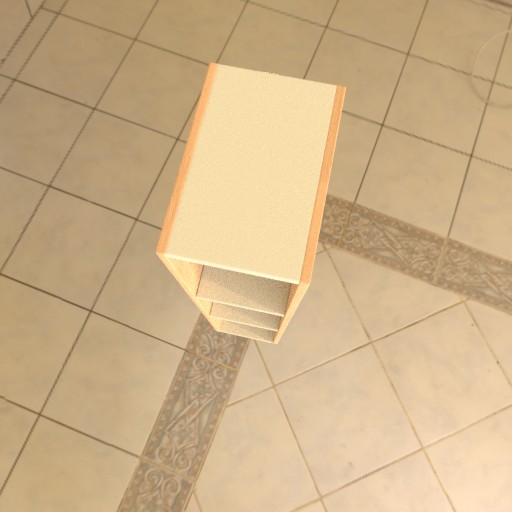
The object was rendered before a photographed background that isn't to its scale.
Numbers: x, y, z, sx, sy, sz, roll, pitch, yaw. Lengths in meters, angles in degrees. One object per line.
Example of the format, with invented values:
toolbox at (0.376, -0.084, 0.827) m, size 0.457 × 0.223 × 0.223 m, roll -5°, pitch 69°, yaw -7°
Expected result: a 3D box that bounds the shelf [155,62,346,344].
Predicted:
shelf at (0.000, 0.000, 1.012) m, size 0.197 × 0.882 × 0.290 m, roll 12°, pitch 74°, yaw 3°
